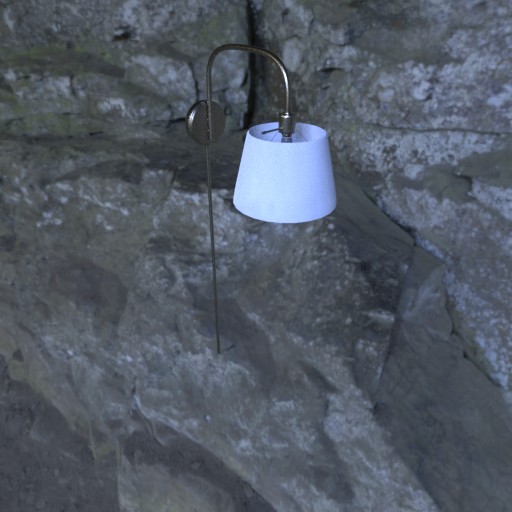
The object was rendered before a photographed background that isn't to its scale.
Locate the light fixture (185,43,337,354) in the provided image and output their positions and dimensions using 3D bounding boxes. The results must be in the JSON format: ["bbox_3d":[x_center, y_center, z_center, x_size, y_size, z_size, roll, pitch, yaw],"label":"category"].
[{"bbox_3d":[0.000,0.000,0.465,0.092,0.399,0.176,-22,37,-32],"label":"light fixture"}]
